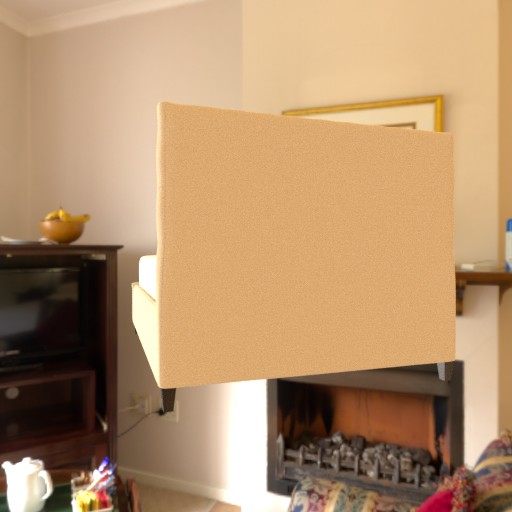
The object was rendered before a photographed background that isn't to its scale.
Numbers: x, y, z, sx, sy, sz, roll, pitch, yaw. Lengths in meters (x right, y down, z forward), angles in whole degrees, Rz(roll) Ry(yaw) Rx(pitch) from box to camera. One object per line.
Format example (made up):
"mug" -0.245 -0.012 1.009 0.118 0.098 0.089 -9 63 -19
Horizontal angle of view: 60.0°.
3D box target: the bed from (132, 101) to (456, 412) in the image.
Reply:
"bed" 0.000 0.000 3.318 1.696 1.426 2.233 0 0 -19
